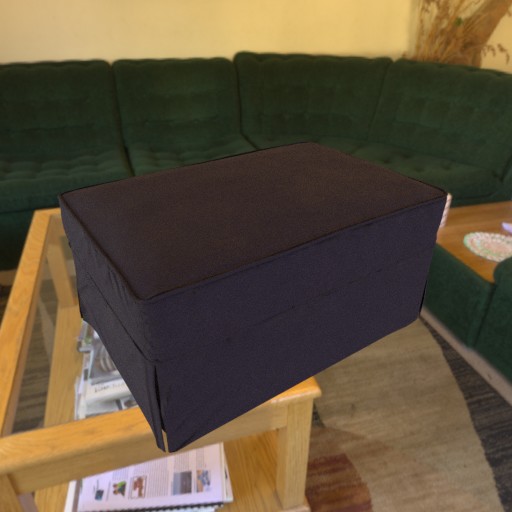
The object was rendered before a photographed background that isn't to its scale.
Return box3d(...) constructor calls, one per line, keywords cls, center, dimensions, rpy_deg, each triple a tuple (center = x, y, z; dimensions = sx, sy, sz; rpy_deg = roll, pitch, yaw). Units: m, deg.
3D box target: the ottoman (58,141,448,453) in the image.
box3d(cls="ottoman", center=(0.000, 0.000, 1.317), dimensions=(0.938, 0.503, 0.637), rpy_deg=(-19, 36, -29))
